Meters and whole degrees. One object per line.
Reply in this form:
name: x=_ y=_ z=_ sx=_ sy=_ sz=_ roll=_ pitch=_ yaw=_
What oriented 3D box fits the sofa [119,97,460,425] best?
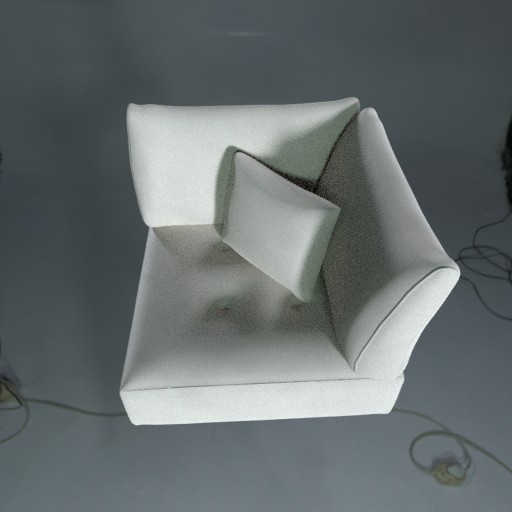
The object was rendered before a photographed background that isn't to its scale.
sofa: x=0.000 y=0.000 z=1.711 sx=1.000 sy=0.820 sz=1.000 roll=-2 pitch=45 yaw=-2
